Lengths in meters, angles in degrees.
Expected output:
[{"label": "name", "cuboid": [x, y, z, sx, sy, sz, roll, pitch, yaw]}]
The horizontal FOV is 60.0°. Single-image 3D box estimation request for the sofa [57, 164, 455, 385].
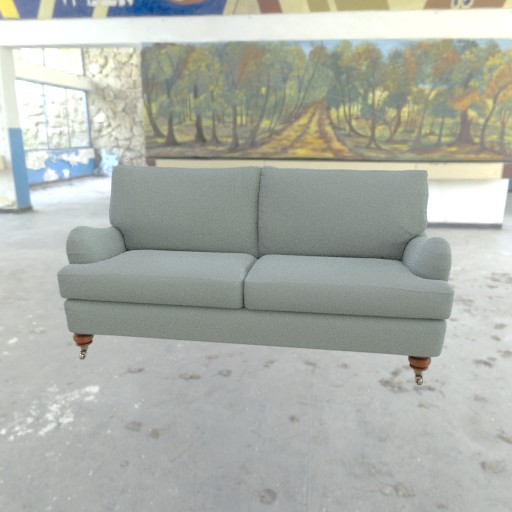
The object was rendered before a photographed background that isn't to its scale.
[{"label": "sofa", "cuboid": [0.000, 0.000, 2.822, 2.193, 1.096, 1.069, 2, 15, 8]}]
